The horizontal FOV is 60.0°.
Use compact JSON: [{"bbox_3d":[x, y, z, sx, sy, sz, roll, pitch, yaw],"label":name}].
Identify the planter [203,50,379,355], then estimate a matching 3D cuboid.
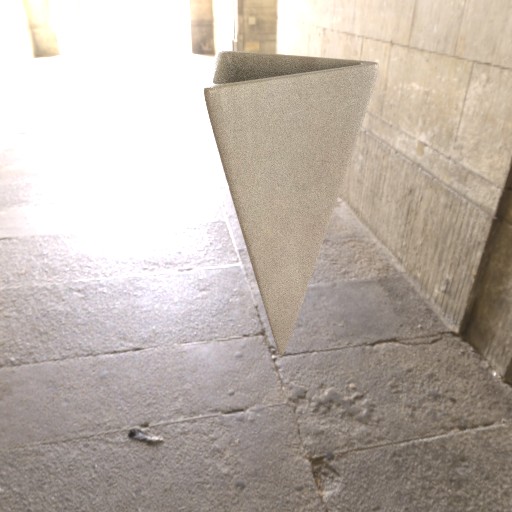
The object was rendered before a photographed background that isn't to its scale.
[{"bbox_3d":[0.000,0.000,0.279,0.101,0.224,0.081,19,35,28],"label":"planter"}]
